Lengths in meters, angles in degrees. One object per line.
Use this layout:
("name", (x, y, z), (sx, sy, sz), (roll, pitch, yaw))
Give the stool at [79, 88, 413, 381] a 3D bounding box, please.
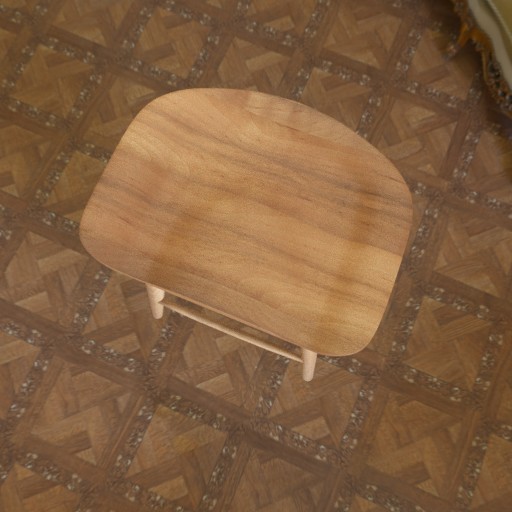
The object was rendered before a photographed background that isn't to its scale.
("stool", (0.000, 0.000, 0.869), (0.440, 0.615, 0.361), (21, 77, 5))
